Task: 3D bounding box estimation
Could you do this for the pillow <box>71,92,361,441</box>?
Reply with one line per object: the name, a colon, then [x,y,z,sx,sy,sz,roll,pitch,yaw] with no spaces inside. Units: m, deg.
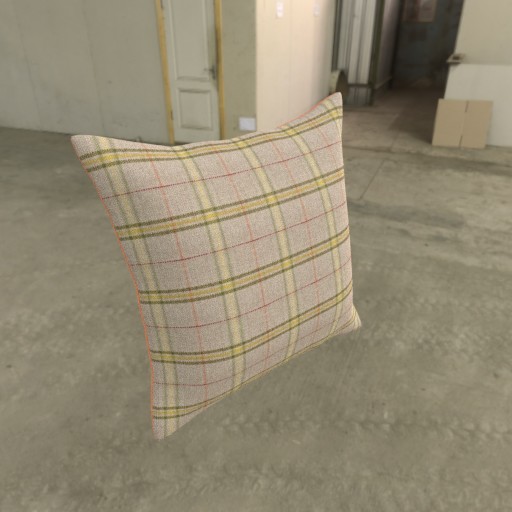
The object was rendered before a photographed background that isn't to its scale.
pillow: [0.000,0.000,0.697,0.453,0.430,0.200,-21,36,-32]
